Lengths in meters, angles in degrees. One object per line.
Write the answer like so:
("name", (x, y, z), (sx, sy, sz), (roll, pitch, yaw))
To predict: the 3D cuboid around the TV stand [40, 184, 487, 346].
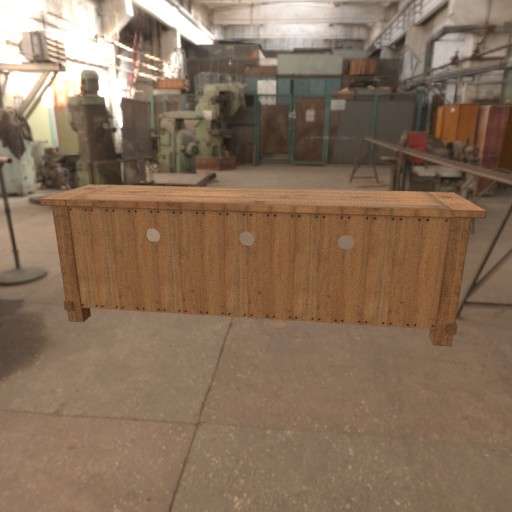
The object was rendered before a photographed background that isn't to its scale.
("TV stand", (0.000, 0.000, 2.071), (1.804, 0.573, 0.453), (2, 18, 8))
